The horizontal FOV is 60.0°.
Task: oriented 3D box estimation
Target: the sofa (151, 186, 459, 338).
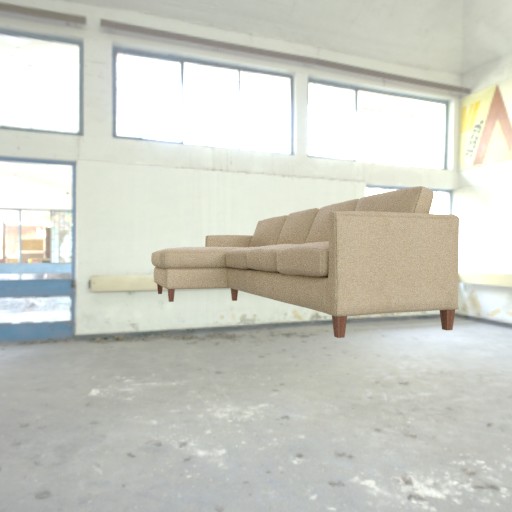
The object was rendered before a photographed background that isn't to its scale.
[{"bbox_3d":[0.000,0.000,3.876,1.502,0.876,3.201,0,0,-19],"label":"sofa"}]
